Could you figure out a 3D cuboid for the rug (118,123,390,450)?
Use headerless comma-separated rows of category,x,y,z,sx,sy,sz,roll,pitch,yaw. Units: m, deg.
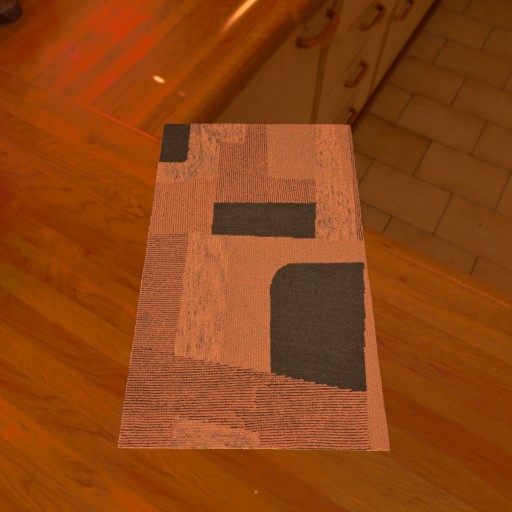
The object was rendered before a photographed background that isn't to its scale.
rug,0.000,0.000,3.039,1.521,0.015,2.436,0,62,0
